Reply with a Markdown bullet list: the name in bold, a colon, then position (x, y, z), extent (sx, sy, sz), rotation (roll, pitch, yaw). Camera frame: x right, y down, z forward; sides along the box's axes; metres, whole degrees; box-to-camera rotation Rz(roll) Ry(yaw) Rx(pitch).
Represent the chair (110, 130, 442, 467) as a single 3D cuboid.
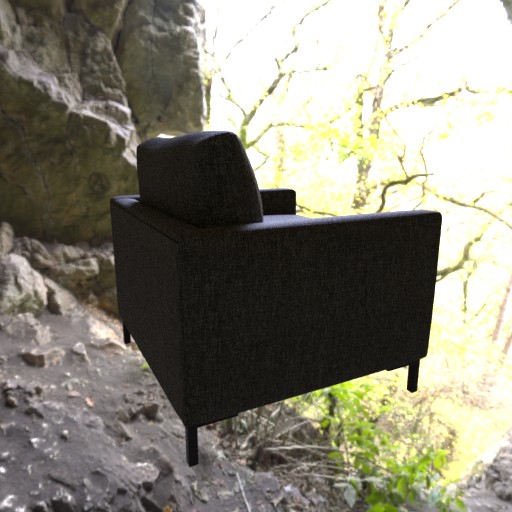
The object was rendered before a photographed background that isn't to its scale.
- **chair**: position (0.000, 0.000, 1.627), extent (0.866, 0.861, 0.963), rotation (-7, 15, -26)
